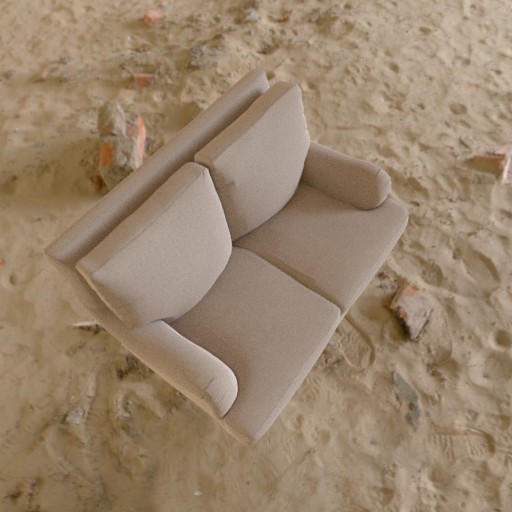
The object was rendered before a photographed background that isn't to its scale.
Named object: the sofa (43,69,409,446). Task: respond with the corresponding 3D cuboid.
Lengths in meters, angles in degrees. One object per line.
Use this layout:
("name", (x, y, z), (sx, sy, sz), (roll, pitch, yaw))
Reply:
("sofa", (0.000, 0.000, 2.279), (1.087, 1.048, 1.508), (32, 64, 18))
